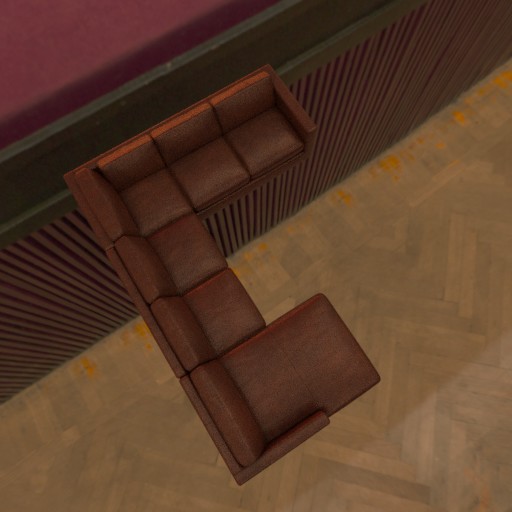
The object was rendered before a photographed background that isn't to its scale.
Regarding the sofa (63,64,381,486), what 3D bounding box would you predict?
[{"bbox_3d":[0.000,0.000,4.476,2.452,0.891,3.324,-32,77,-8],"label":"sofa"}]
